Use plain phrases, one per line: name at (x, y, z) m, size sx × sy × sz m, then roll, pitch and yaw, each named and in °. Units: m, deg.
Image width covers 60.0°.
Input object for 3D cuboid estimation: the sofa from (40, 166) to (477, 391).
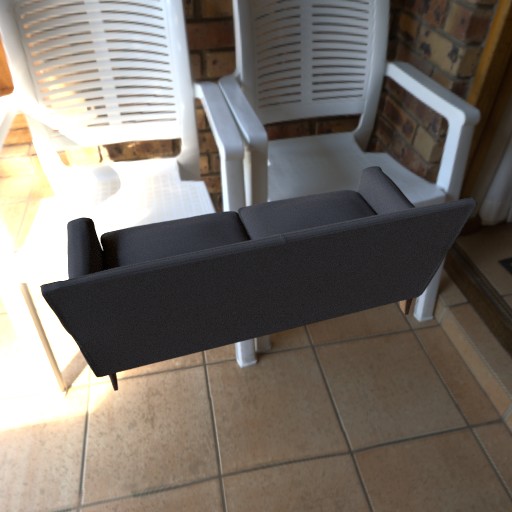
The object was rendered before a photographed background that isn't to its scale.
sofa at (0.000, 0.000, 2.507) m, size 2.002 × 0.907 × 0.843 m, roll -12°, pitch 44°, yaw -13°
